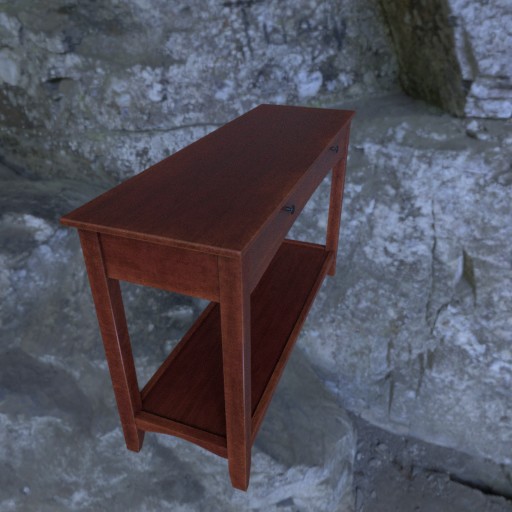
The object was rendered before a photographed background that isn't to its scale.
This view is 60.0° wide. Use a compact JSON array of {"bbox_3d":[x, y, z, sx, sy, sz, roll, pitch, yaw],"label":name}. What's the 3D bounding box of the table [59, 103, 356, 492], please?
[{"bbox_3d":[0.000,0.000,1.484,0.392,0.739,1.188,11,32,18],"label":"table"}]
